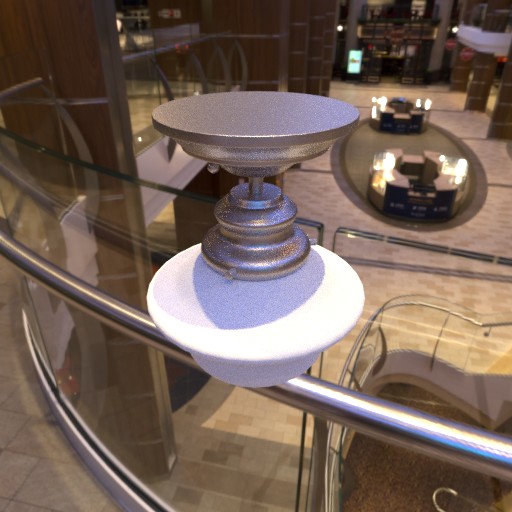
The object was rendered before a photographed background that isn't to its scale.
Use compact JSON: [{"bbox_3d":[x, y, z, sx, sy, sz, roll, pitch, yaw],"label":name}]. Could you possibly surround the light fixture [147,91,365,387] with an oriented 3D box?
[{"bbox_3d":[0.000,0.000,0.395,0.199,0.254,0.199,0,30,0],"label":"light fixture"}]
